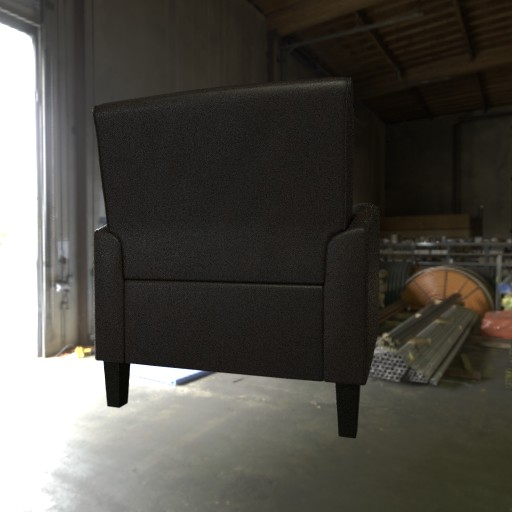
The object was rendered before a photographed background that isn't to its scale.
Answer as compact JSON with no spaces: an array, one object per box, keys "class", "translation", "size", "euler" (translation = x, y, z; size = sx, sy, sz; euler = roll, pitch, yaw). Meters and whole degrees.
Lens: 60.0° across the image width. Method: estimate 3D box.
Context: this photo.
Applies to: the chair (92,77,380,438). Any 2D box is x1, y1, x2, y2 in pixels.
[{"class":"chair","translation":[0.000,0.000,1.556],"size":[0.820,0.916,0.819],"euler":[0,2,18]}]
